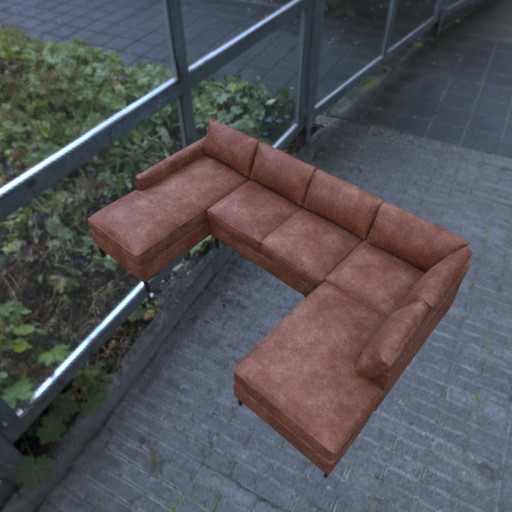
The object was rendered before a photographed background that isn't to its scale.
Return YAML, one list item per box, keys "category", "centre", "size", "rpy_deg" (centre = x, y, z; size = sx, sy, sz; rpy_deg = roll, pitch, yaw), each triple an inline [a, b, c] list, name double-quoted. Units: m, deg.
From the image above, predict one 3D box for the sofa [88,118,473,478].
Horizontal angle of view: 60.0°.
- category: "sofa"
  centre: [0.000, 0.000, 3.822]
  size: [2.956, 0.900, 1.939]
  rpy_deg: [33, 54, 27]
